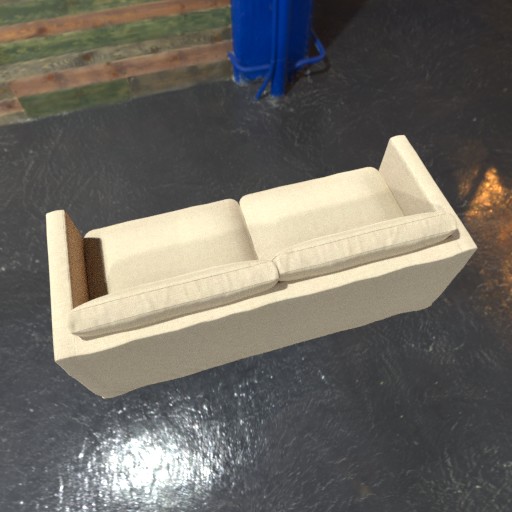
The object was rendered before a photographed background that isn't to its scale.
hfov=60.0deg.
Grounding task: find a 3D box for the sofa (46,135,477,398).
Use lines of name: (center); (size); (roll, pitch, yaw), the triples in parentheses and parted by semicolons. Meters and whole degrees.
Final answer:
sofa: (0.000, 0.000, 2.747); (2.312, 0.853, 0.962); (-14, 60, -8)
